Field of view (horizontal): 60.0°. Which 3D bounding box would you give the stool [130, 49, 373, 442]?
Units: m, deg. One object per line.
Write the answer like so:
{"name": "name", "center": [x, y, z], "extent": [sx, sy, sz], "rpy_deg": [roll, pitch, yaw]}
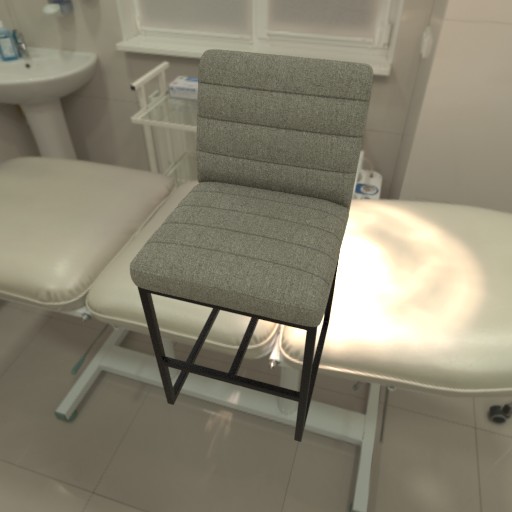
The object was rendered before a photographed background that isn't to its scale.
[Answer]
{"name": "stool", "center": [0.000, 0.000, 1.249], "extent": [0.460, 0.940, 0.560], "rpy_deg": [11, 42, 13]}
